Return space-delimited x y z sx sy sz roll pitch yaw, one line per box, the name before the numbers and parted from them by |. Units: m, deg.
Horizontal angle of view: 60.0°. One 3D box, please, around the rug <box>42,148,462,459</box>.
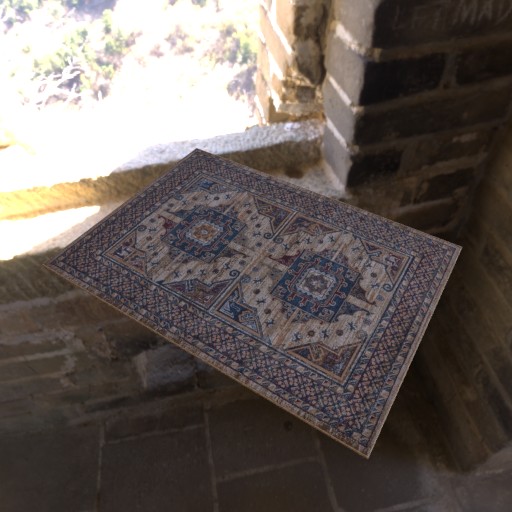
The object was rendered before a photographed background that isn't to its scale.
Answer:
rug | 0.000 0.000 2.894 2.227 0.008 1.611 25 51 22
